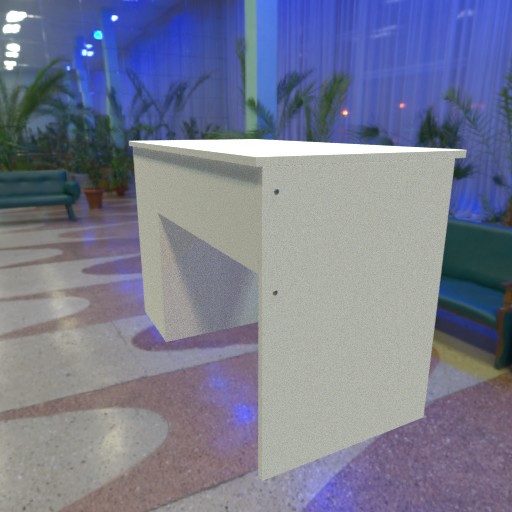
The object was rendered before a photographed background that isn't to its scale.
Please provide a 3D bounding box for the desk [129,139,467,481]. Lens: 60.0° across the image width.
[{"bbox_3d":[0.000,0.000,1.494,0.560,0.730,1.096,-8,18,-26],"label":"desk"}]
